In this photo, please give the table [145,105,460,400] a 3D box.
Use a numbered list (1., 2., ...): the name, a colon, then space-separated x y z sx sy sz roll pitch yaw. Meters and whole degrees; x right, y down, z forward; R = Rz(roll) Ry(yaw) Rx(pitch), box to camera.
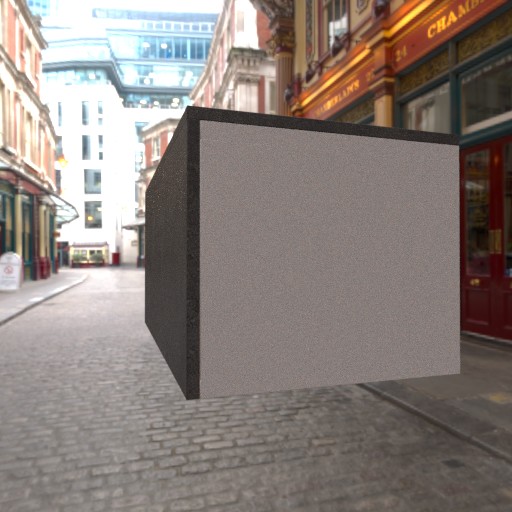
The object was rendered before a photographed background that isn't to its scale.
1. table: 0.000 0.000 0.919 0.400 0.350 0.700 0 -1 -18
